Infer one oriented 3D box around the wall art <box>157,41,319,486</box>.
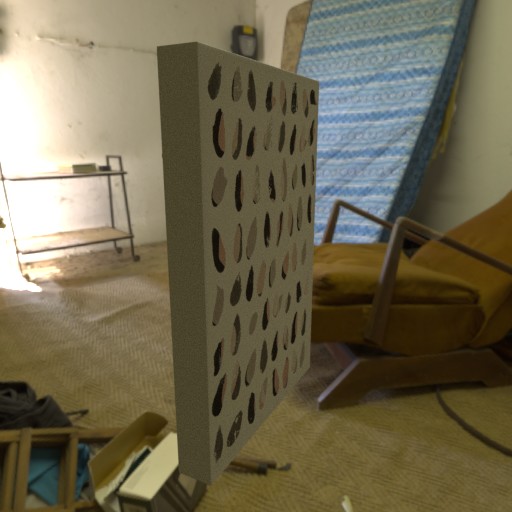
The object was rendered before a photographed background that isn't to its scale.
[{"bbox_3d":[0.000,0.000,0.483,0.039,0.381,0.252,8,17,27],"label":"wall art"}]
